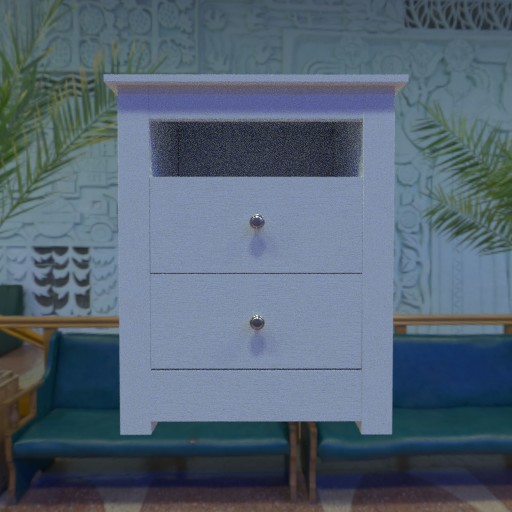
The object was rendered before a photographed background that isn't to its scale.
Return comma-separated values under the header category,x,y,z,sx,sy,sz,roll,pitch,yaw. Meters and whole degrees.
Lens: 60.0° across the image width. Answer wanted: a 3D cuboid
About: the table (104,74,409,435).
category,x,y,z,sx,sy,sz,roll,pitch,yaw
table,0.000,0.000,1.065,0.589,0.711,0.406,0,2,0
